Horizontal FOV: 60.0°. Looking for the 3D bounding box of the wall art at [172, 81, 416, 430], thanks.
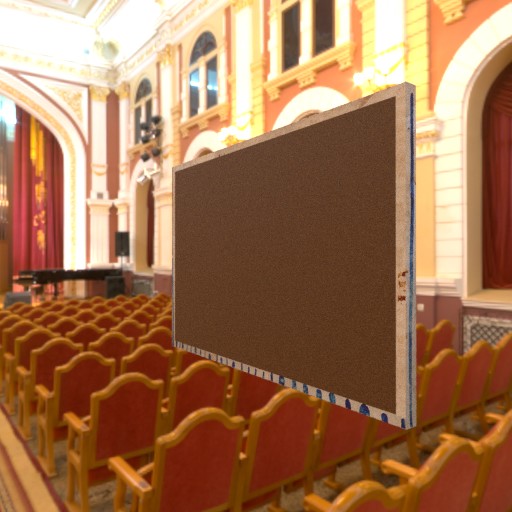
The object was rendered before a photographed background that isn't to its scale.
[{"bbox_3d":[0.000,0.000,1.151,0.030,0.609,0.919,0,0,-37],"label":"wall art"}]
